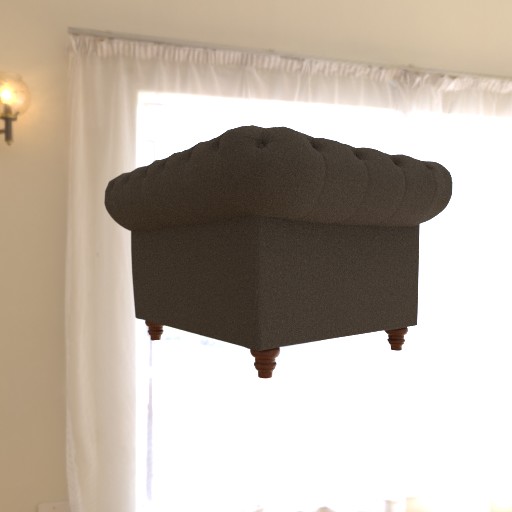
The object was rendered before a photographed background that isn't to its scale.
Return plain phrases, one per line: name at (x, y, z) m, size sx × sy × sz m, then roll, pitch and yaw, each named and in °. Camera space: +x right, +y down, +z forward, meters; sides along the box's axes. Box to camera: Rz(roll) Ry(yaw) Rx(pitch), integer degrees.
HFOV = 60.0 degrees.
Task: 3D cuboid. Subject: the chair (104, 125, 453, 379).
chair at (0.000, 0.000, 1.888) m, size 0.976 × 0.770 × 1.270 m, roll 0°, pitch -1°, yaw -37°
